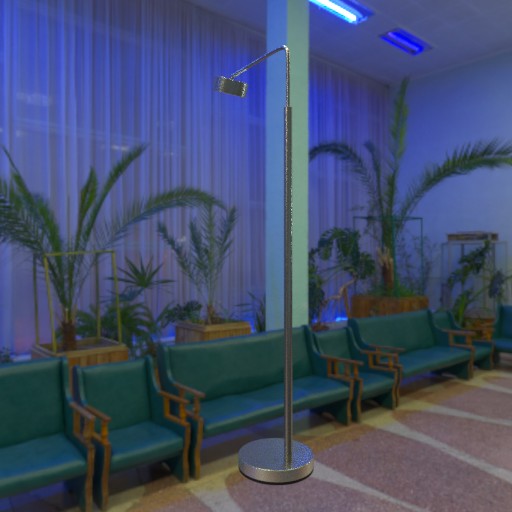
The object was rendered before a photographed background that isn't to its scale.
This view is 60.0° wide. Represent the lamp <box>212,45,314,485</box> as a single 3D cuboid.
[{"bbox_3d":[0.000,0.000,1.400,0.222,1.250,0.421,0,-1,-36],"label":"lamp"}]
